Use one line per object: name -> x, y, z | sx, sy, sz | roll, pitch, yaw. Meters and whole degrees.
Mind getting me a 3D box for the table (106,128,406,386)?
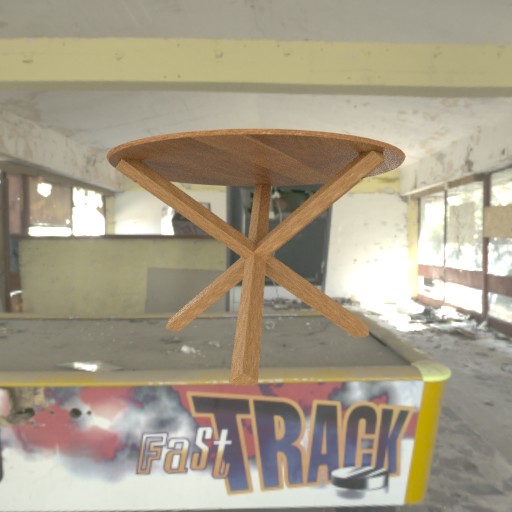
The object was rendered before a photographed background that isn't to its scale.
table -> 0.000, 0.000, 1.633 | 1.038, 0.666, 1.038 | 0, 2, 0
